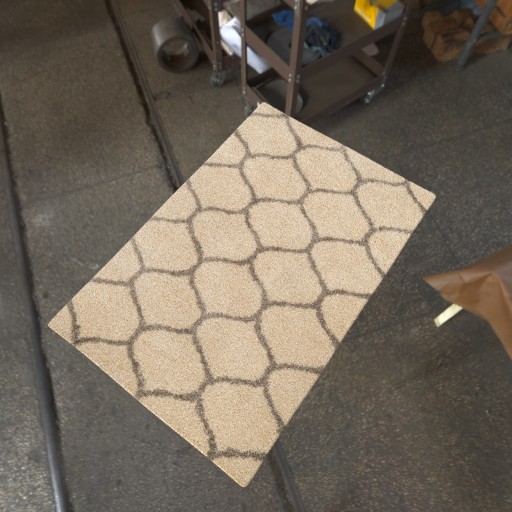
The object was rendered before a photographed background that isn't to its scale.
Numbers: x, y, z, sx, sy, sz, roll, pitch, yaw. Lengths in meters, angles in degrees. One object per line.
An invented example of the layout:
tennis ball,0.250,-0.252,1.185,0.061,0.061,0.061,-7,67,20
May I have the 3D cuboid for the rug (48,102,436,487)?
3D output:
rug,0.000,0.000,3.480,1.801,0.026,2.701,33,68,15
